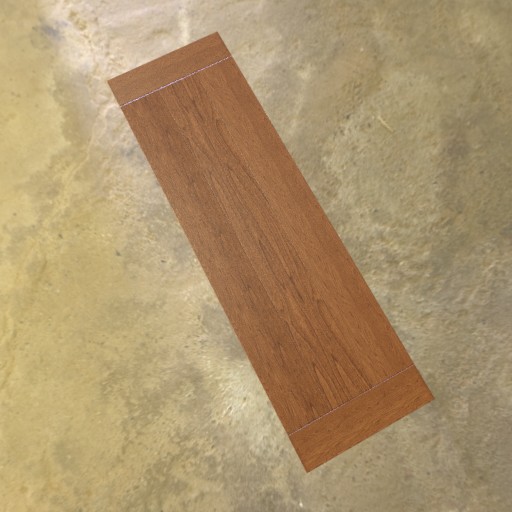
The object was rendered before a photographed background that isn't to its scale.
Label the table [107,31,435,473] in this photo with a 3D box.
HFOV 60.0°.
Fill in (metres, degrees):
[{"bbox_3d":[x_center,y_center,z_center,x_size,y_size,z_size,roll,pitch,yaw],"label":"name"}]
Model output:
[{"bbox_3d":[0.000,0.000,1.890,0.461,0.852,1.478,-27,78,-6],"label":"table"}]
